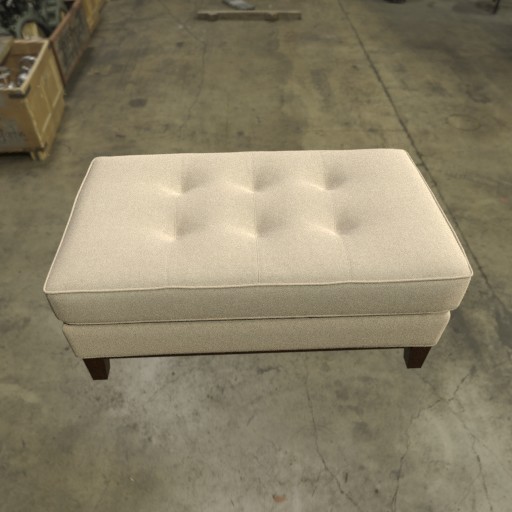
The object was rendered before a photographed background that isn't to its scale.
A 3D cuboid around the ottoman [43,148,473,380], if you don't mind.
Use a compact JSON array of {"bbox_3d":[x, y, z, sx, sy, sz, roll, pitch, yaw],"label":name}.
[{"bbox_3d":[0.000,0.000,1.500,1.143,0.508,0.648,-2,45,-2],"label":"ottoman"}]
